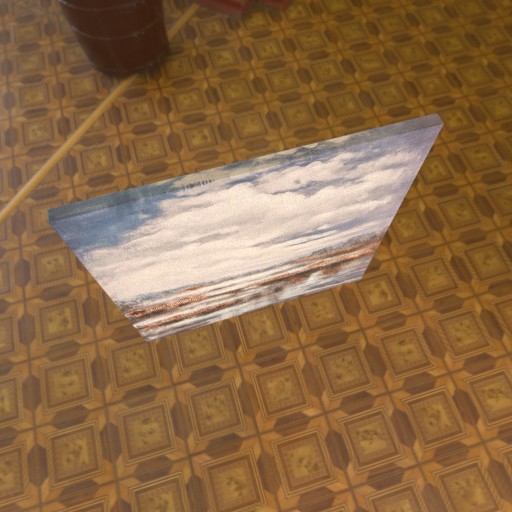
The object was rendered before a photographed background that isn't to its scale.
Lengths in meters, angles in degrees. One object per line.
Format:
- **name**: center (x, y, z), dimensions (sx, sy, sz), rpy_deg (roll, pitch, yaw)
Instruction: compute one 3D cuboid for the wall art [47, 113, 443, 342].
- **wall art**: center (0.000, 0.000, 1.546), dimensions (1.010, 1.020, 0.040), rpy_deg (-16, 65, -8)
